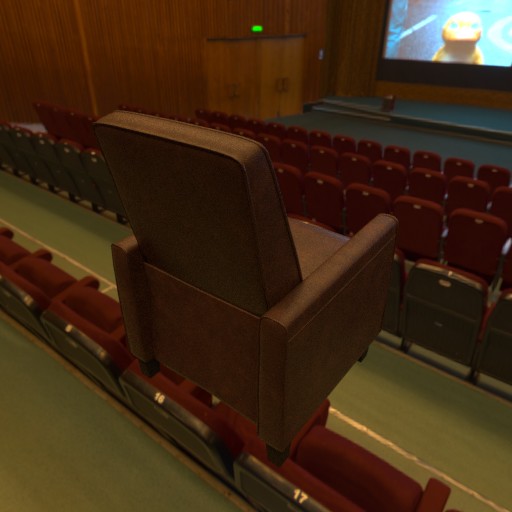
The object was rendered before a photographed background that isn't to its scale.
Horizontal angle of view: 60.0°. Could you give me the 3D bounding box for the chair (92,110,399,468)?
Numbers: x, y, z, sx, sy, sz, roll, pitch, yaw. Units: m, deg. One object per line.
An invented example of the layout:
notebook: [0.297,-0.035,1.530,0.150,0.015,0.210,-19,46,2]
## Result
chair: [0.000,0.000,1.500,0.705,1.013,0.746,21,37,32]
